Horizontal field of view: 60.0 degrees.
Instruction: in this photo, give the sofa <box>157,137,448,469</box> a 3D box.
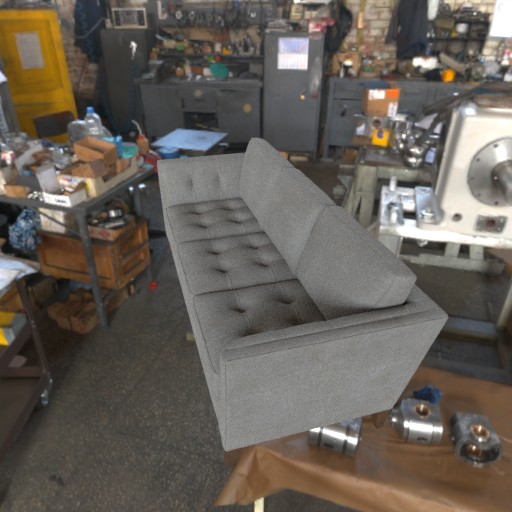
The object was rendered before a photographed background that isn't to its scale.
[{"bbox_3d":[0.000,0.000,2.849,0.965,0.940,2.387,-9,31,-14],"label":"sofa"}]
